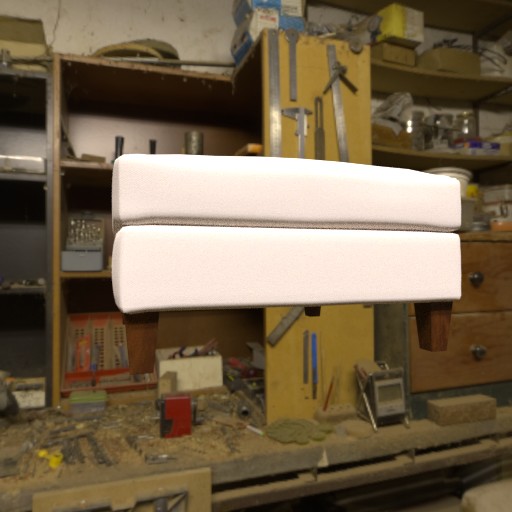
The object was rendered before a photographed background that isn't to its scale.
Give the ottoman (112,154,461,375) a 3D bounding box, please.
[{"bbox_3d":[0.000,0.000,1.357,0.838,0.479,0.838,0,-1,-18],"label":"ottoman"}]
